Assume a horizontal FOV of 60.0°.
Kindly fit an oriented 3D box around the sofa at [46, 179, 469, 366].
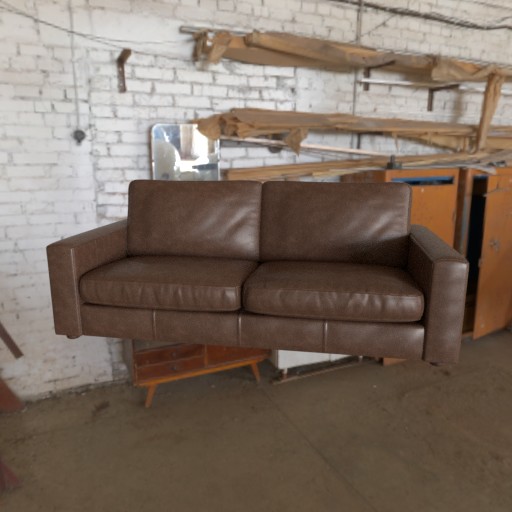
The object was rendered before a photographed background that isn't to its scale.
[{"bbox_3d":[0.000,0.000,2.705,2.179,0.873,1.016,2,13,9],"label":"sofa"}]
